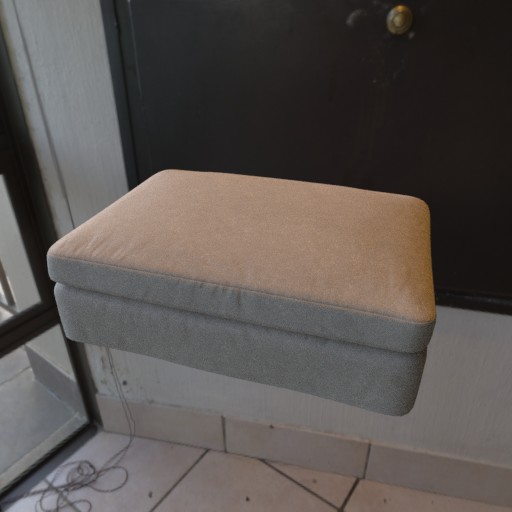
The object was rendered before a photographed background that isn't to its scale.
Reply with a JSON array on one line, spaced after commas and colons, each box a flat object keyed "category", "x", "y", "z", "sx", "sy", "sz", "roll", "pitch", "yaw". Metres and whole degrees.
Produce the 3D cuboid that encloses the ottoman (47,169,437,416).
[{"category": "ottoman", "x": 0.000, "y": 0.000, "z": 1.633, "sx": 1.199, "sy": 0.429, "sz": 0.840, "roll": 9, "pitch": 32, "yaw": 15}]
